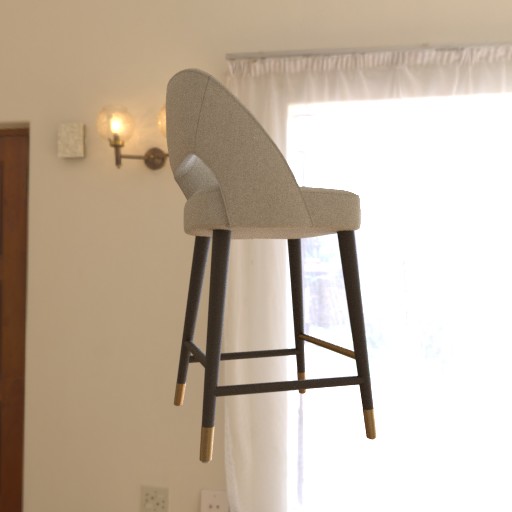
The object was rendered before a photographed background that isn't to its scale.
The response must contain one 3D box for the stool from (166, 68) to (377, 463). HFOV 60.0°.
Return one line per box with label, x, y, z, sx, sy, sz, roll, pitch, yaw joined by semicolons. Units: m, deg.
stool;0.000;0.000;1.273;0.509;0.940;0.494;0;-1;-18
